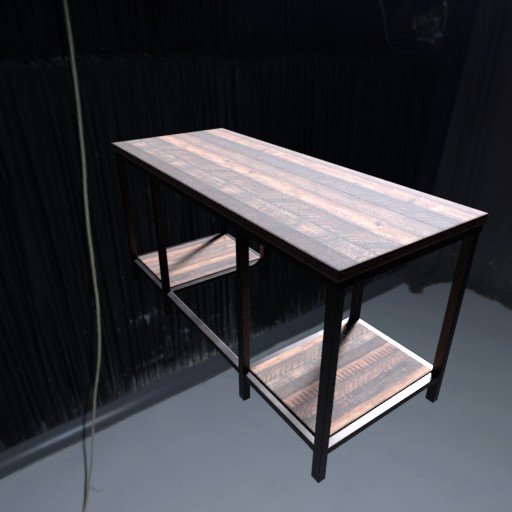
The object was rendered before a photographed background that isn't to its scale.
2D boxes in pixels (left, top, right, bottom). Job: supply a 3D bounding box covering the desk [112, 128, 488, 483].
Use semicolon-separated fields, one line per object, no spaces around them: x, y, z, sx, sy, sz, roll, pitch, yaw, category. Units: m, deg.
0.000;0.000;1.900;0.617;0.753;1.538;-18;32;-31;desk
